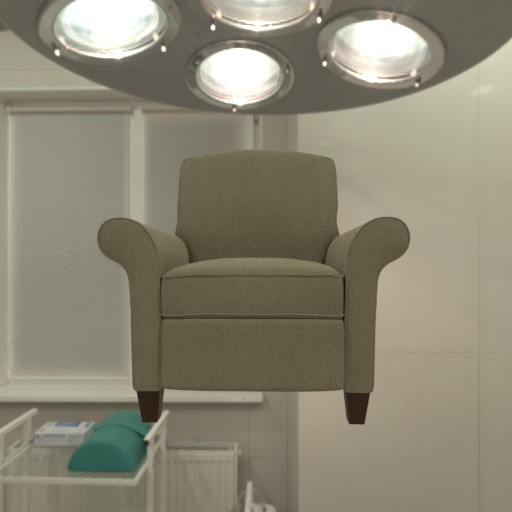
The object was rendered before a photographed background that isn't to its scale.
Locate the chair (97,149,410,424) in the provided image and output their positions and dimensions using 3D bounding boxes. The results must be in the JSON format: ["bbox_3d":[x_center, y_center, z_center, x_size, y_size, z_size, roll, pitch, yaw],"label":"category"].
[{"bbox_3d":[0.000,0.000,1.812,0.978,1.061,0.905,0,0,1],"label":"chair"}]
